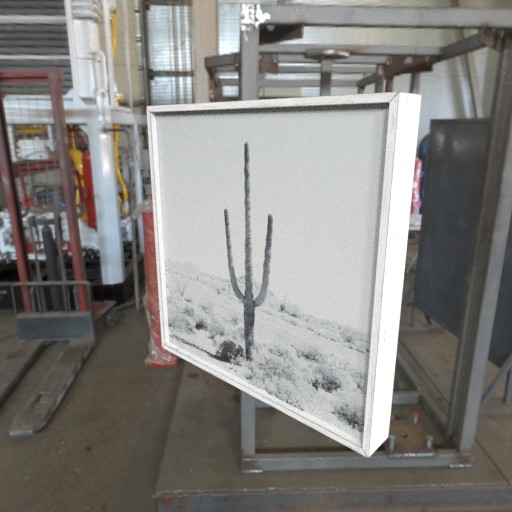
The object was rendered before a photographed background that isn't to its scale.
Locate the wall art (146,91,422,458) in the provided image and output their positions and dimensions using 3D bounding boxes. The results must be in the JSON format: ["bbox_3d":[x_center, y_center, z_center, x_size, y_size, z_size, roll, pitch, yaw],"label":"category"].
[{"bbox_3d":[0.000,0.000,0.462,0.305,0.305,0.038,14,21,41],"label":"wall art"}]
